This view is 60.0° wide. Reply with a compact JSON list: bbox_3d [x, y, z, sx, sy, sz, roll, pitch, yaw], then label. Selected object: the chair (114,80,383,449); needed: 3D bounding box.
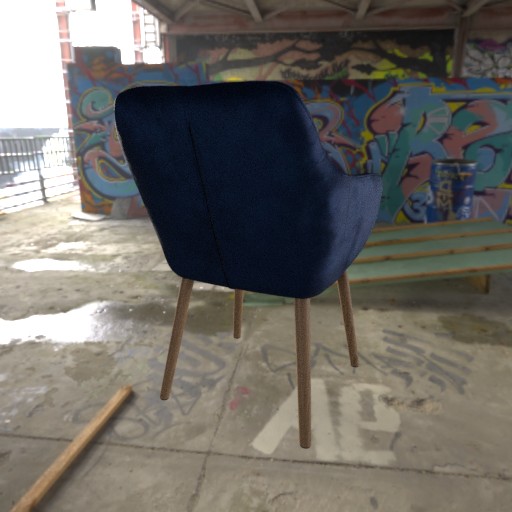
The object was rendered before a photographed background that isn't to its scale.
[{"bbox_3d":[0.000,0.000,1.192,0.578,0.826,0.573,8,18,26],"label":"chair"}]
